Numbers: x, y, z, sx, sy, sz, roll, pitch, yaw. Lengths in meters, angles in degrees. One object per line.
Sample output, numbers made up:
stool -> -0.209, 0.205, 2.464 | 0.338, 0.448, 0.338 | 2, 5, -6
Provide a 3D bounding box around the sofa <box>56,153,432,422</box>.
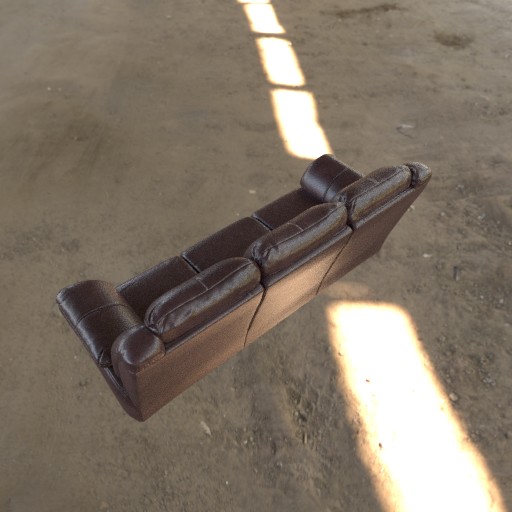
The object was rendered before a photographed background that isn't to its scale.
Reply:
sofa -> 0.000, 0.000, 2.917 | 2.337, 1.043, 0.991 | -31, 53, -27
